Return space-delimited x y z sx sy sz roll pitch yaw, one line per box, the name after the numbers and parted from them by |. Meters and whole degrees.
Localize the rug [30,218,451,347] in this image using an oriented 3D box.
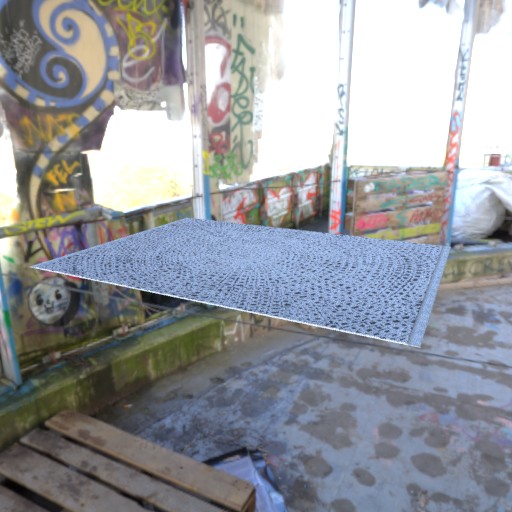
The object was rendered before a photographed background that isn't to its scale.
0.000 0.000 2.109 1.634 0.003 1.190 8 18 25 | rug
